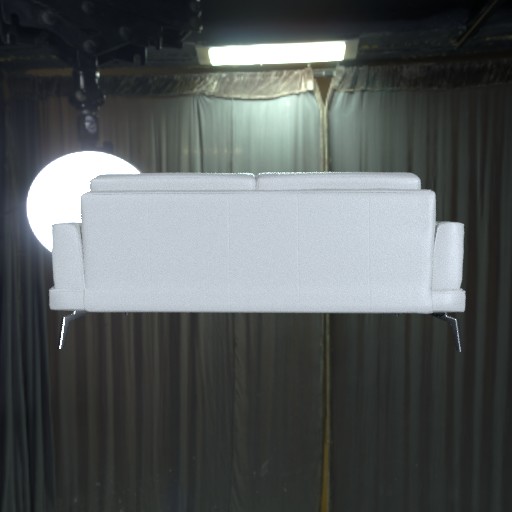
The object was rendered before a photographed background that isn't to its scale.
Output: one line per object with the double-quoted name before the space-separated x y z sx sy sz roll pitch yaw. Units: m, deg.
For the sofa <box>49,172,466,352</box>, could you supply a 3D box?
"sofa" 0.000 0.000 2.770 2.177 0.930 1.121 0 2 2
